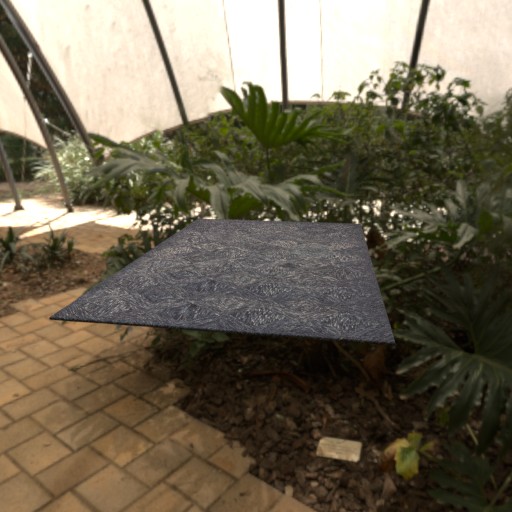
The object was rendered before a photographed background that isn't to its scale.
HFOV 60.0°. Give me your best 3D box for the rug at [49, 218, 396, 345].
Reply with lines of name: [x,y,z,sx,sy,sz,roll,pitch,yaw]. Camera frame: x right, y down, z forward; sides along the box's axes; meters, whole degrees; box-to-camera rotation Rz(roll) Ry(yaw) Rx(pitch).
rug: [0.000,0.000,2.243,1.139,0.010,1.754,3,16,9]
